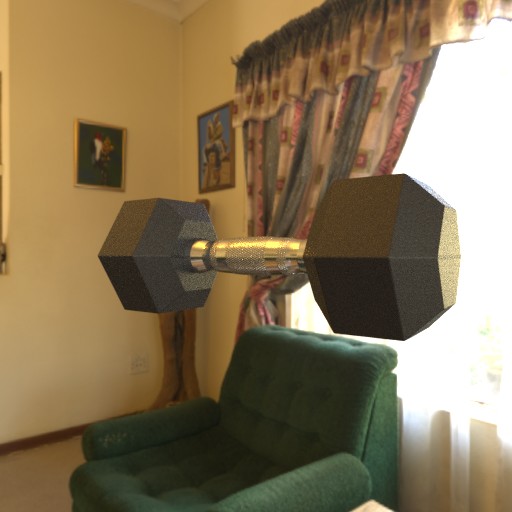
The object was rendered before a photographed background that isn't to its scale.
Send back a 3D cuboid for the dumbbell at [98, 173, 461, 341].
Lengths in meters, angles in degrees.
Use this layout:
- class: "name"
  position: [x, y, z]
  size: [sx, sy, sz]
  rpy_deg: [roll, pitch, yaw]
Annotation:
- class: "dumbbell"
  position: [0.000, 0.000, 0.362]
  size: [0.297, 0.101, 0.116]
  rpy_deg: [0, 1, 35]
